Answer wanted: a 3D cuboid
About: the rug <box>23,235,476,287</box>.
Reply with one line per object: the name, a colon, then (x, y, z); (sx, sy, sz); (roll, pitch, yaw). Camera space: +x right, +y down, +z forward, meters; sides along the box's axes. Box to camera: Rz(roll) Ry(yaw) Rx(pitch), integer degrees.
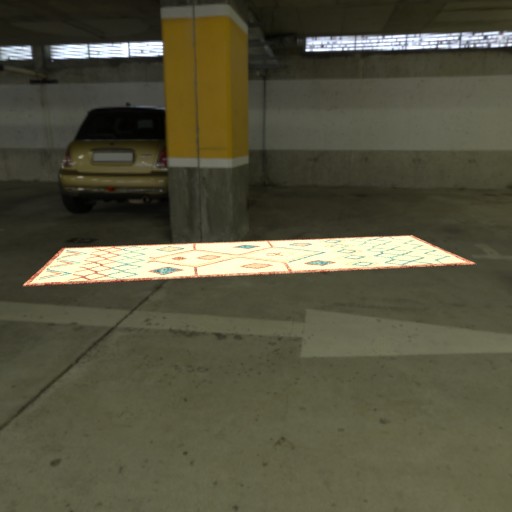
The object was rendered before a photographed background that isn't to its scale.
rug: (0.000, 0.000, 2.710); (2.435, 0.011, 0.750); (-2, 15, -9)
